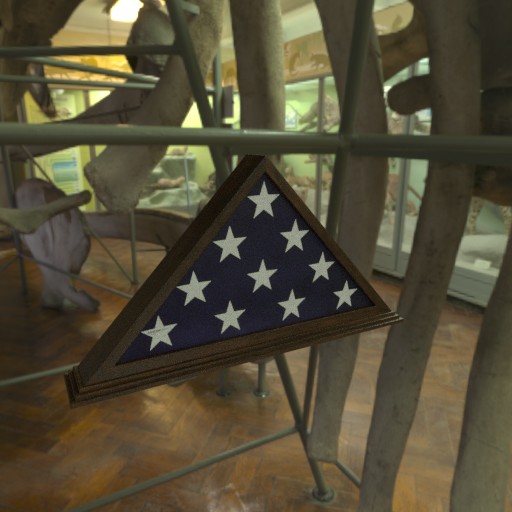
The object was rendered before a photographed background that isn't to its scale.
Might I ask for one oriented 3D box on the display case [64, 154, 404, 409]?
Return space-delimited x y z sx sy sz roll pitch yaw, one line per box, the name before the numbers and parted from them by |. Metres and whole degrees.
display case | 0.000 0.000 0.763 0.640 0.340 0.095 -8 17 -27
